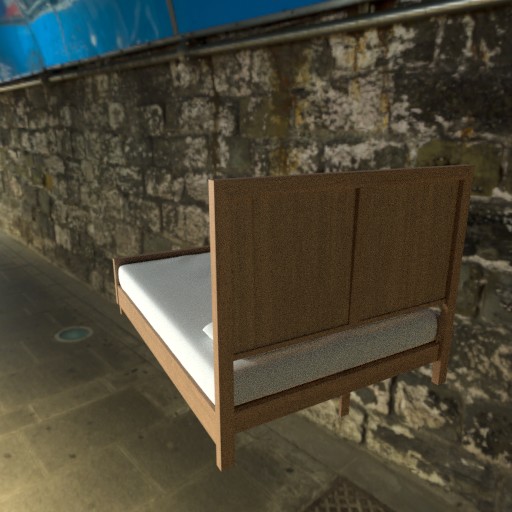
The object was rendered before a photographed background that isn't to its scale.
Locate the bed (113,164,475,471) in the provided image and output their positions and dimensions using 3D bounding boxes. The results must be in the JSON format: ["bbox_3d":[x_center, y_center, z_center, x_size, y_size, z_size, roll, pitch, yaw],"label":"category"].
[{"bbox_3d":[0.000,0.000,3.232,1.606,1.387,2.184,-9,18,-28],"label":"bed"}]
